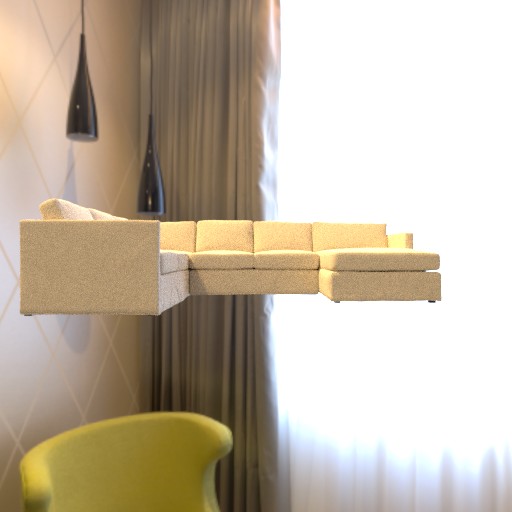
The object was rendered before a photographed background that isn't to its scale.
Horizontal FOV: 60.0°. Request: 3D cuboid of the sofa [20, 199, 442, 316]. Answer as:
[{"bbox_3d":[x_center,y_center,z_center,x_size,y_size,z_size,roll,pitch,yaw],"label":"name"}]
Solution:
[{"bbox_3d":[0.000,0.000,4.418,3.460,0.882,2.427,0,0,-1],"label":"sofa"}]
